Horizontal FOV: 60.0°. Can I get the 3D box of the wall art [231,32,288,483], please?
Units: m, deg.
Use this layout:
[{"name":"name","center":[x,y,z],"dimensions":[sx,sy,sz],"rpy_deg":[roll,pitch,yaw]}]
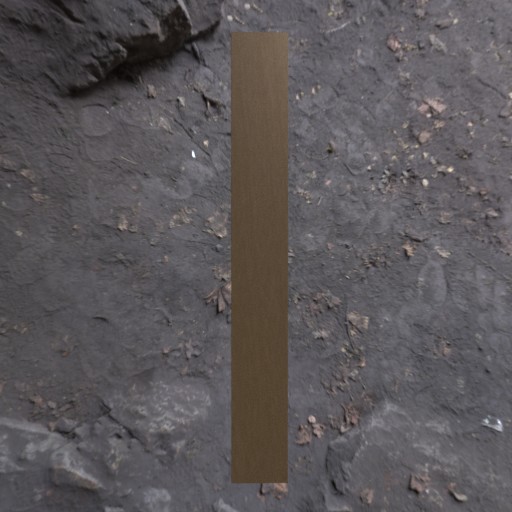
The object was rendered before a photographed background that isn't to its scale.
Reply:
[{"name":"wall art","center":[0.000,0.000,0.451],"dimensions":[0.038,0.305,0.304],"rpy_deg":[0,91,-1]}]
